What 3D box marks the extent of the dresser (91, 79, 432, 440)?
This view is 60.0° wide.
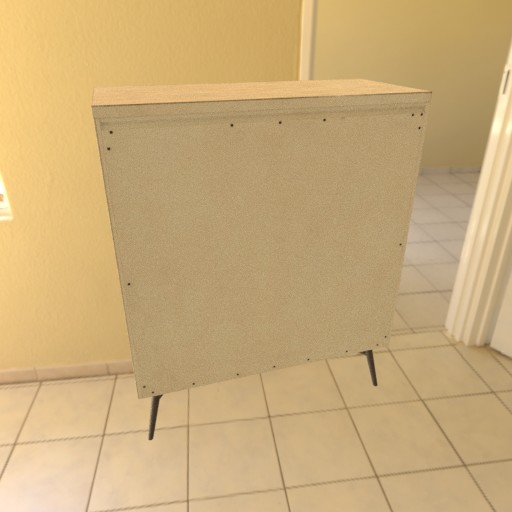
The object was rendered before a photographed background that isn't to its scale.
[{"bbox_3d":[0.000,0.000,1.720,1.016,1.219,0.457,-8,28,-15],"label":"dresser"}]
